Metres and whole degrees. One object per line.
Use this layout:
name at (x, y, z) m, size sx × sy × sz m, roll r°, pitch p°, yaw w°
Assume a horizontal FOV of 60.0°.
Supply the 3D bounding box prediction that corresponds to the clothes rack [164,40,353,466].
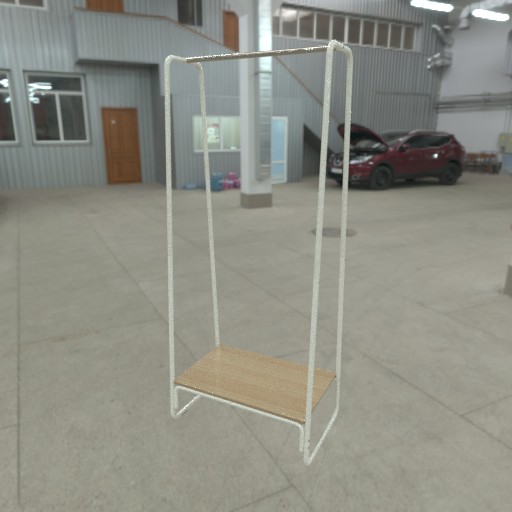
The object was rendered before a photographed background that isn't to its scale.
clothes rack at (0.000, 0.000, 1.770) m, size 0.640 × 1.500 × 0.400 m, roll 8°, pitch 18°, yaw 26°
